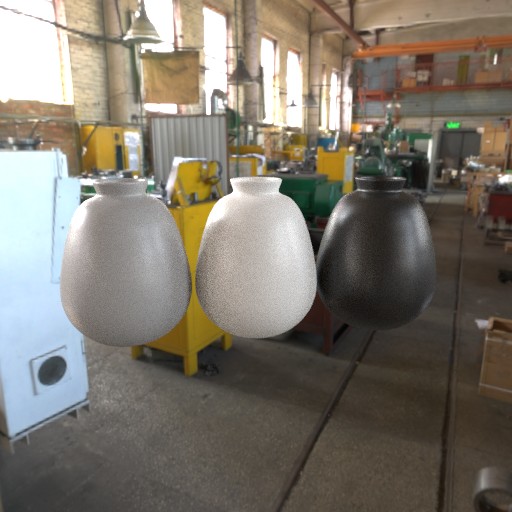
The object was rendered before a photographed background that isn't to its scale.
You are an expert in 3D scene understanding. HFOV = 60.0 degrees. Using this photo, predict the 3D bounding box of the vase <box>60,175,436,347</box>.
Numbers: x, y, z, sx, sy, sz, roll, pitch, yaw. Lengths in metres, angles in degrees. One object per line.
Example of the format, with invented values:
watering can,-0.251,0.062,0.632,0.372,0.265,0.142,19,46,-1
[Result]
vase,0.000,0.000,0.353,0.297,0.122,0.097,-2,15,-8
